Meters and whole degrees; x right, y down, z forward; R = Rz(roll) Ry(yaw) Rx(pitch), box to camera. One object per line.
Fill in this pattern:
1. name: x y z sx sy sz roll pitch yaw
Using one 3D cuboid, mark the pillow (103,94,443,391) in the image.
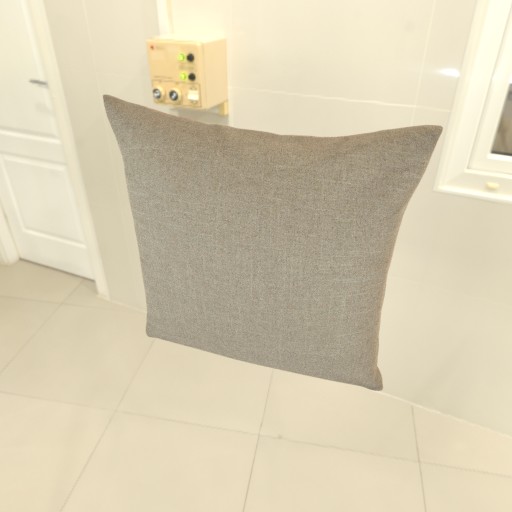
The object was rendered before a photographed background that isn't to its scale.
1. pillow: 0.000 0.000 0.779 0.513 0.511 0.158 10 34 15
